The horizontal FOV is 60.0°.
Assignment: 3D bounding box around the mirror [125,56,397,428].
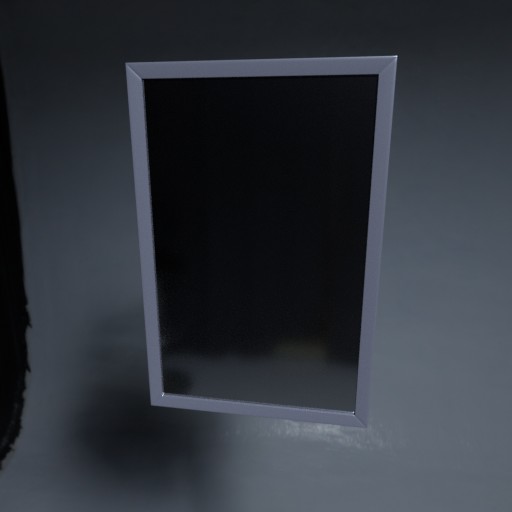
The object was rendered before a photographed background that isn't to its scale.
[{"bbox_3d":[0.000,0.000,1.124,0.609,0.915,0.040,3,16,9],"label":"mirror"}]
